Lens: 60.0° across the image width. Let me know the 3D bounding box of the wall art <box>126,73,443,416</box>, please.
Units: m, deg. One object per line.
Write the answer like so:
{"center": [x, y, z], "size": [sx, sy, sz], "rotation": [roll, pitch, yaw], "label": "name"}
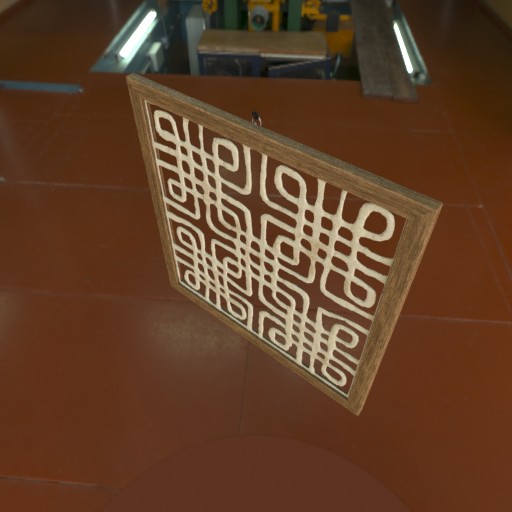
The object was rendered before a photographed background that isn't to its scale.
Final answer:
{"center": [0.000, 0.000, 0.839], "size": [0.561, 0.582, 0.021], "rotation": [30, 53, 26], "label": "wall art"}
